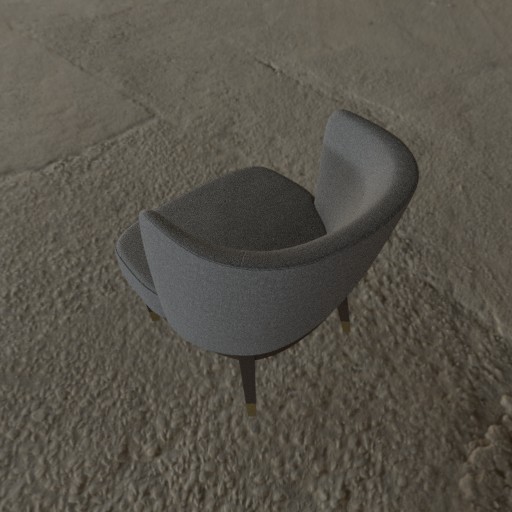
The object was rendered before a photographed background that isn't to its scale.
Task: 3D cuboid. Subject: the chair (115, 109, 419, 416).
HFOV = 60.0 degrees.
[{"bbox_3d":[0.000,0.000,1.274,0.639,0.695,0.698,-34,55,-28],"label":"chair"}]
